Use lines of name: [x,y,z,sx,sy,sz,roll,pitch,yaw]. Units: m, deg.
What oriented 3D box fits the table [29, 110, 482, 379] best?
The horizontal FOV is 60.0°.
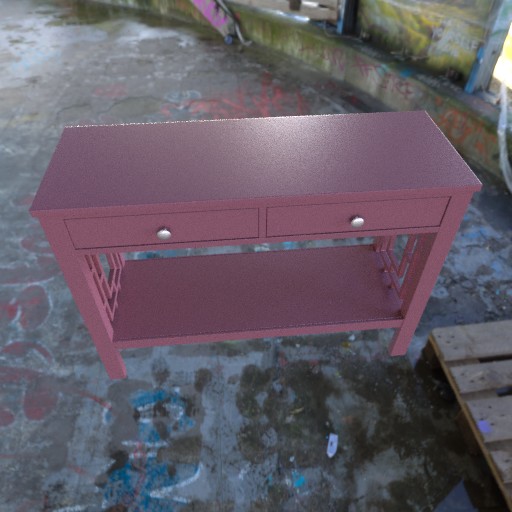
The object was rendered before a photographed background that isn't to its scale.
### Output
table: [0.000,0.000,1.434,1.068,0.753,0.397,-4,45,-4]
